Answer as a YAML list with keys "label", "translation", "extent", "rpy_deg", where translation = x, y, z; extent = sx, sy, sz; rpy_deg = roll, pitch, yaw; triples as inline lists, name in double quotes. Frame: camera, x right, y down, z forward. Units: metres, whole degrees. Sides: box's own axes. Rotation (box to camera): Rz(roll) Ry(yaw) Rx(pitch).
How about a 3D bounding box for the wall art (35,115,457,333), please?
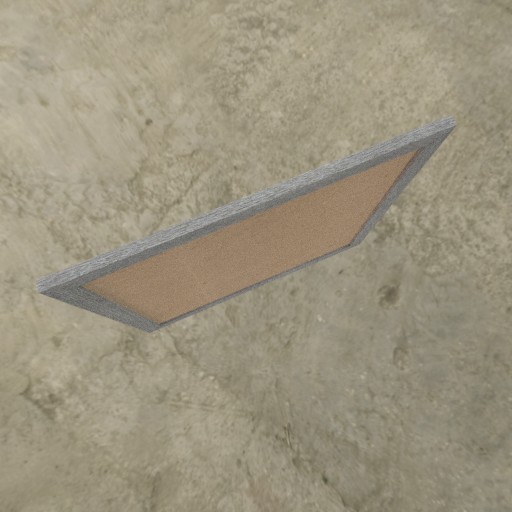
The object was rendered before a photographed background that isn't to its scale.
- label: "wall art"
  translation: [0.000, 0.000, 1.001]
  extent: [0.685, 0.685, 0.020]
  rpy_deg: [-23, 77, -6]
